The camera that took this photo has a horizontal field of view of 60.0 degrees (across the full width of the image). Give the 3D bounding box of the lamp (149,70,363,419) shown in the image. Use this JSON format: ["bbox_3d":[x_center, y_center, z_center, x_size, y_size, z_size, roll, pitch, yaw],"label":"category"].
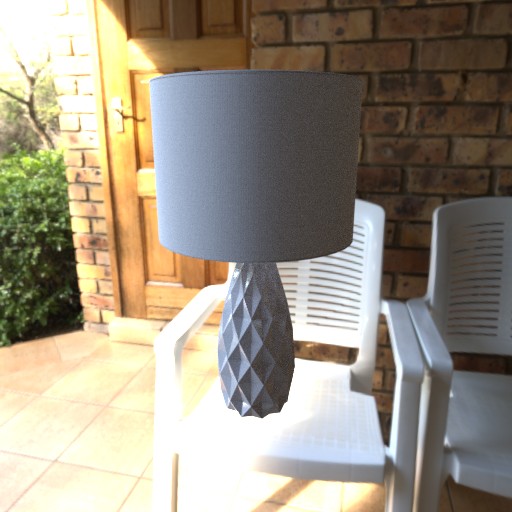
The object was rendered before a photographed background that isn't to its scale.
[{"bbox_3d":[0.000,0.000,0.703,0.297,0.522,0.297,0,16,0],"label":"lamp"}]
